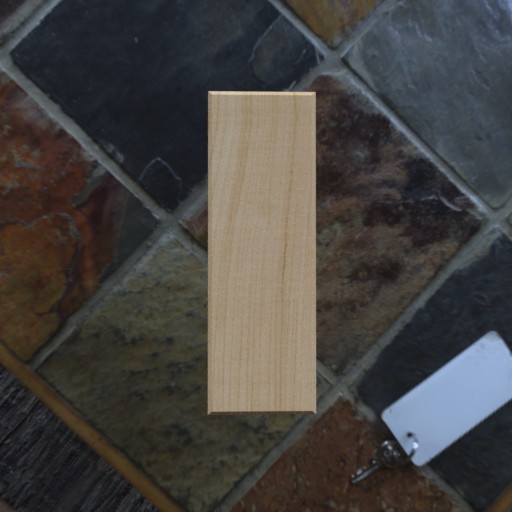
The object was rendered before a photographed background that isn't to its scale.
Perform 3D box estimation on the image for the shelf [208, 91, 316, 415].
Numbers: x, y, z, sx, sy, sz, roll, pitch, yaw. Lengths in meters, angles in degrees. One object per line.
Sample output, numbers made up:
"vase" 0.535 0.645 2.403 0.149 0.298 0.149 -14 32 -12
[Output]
"shelf" 0.000 0.000 1.225 0.175 1.030 0.520 0 89 -1
